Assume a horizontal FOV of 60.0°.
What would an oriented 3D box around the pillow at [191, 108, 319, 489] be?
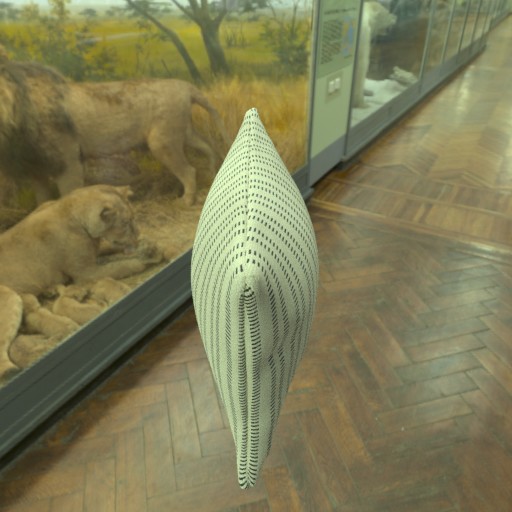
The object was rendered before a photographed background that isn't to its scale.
[{"bbox_3d":[0.000,0.000,0.773,0.210,0.353,0.640,0,32,0],"label":"pillow"}]
